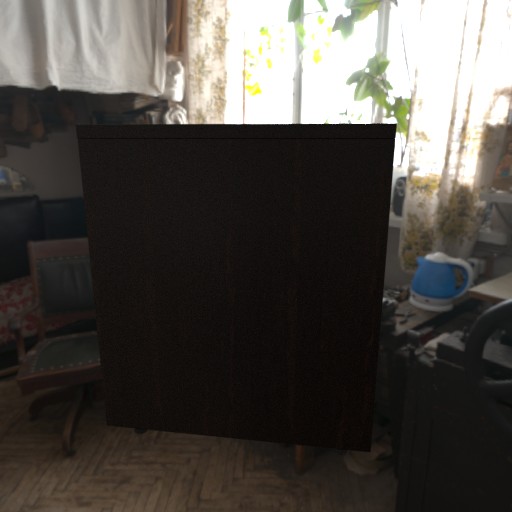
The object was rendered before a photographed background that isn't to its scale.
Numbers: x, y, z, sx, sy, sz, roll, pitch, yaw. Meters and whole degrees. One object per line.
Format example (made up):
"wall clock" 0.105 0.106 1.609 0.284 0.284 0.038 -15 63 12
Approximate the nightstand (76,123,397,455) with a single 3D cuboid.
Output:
"nightstand" 0.000 0.000 0.874 0.427 0.487 0.489 2 15 8
